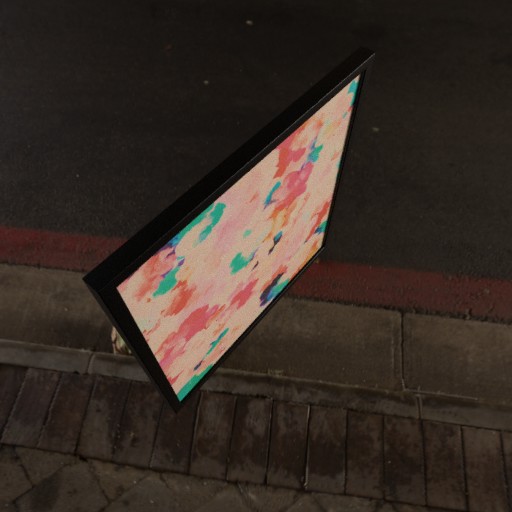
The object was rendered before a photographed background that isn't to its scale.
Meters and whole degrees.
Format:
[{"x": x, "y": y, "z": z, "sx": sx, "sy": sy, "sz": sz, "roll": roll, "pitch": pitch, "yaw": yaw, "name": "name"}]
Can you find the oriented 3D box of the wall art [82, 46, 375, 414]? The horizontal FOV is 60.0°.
[{"x": 0.000, "y": 0.000, "z": 1.119, "sx": 0.036, "sy": 0.755, "sz": 0.756, "roll": 35, "pitch": 64, "yaw": 20, "name": "wall art"}]
